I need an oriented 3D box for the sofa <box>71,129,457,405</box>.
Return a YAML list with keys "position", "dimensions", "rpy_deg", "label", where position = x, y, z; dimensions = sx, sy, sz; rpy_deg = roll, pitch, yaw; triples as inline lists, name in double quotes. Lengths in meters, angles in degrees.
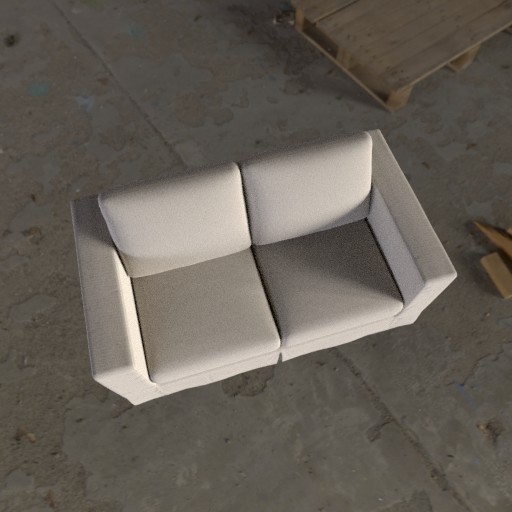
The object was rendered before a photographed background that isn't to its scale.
- position: [0.000, 0.000, 2.459]
  dimensions: [1.813, 0.932, 1.009]
  rpy_deg: [-15, 65, -7]
  label: "sofa"
